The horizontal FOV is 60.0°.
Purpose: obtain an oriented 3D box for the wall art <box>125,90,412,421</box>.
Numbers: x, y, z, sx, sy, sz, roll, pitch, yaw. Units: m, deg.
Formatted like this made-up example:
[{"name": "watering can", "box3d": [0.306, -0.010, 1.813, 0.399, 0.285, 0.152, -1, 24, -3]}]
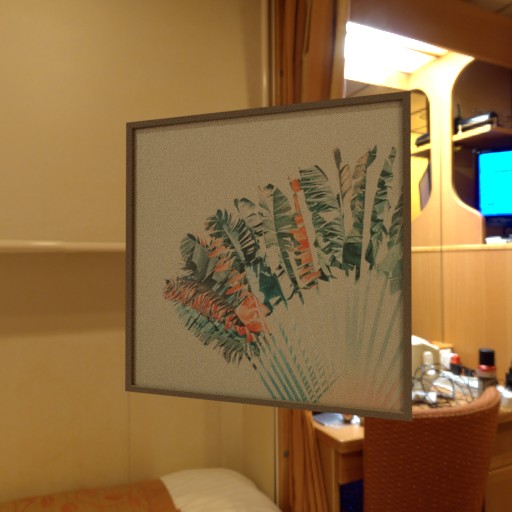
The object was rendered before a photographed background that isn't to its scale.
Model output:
[{"name": "wall art", "box3d": [0.000, 0.000, 1.152, 0.761, 0.758, 0.038, 0, -1, 18]}]
